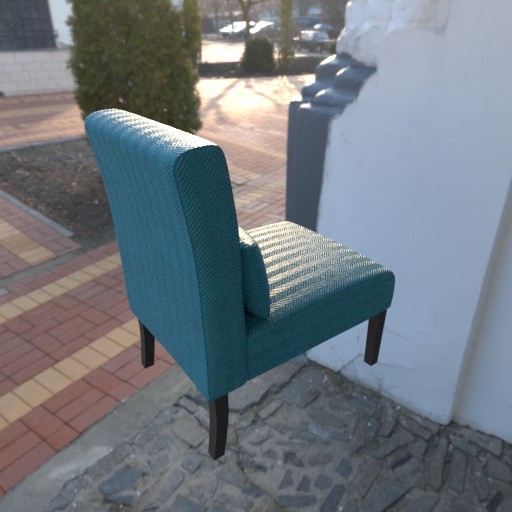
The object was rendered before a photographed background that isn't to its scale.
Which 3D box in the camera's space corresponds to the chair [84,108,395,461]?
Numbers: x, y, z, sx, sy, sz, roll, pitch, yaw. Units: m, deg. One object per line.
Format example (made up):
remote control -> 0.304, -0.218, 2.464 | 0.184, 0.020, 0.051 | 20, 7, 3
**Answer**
chair -> 0.000, 0.000, 1.461 | 0.808, 0.927, 0.579 | -19, 33, -32
